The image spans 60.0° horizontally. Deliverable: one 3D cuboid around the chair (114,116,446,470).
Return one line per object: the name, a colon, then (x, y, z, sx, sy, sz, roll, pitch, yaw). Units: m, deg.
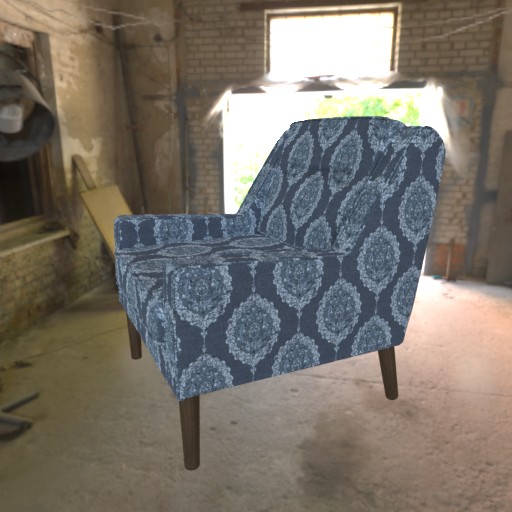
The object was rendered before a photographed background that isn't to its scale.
chair: (0.000, 0.000, 1.310, 0.743, 0.792, 0.663, -8, 17, -26)
